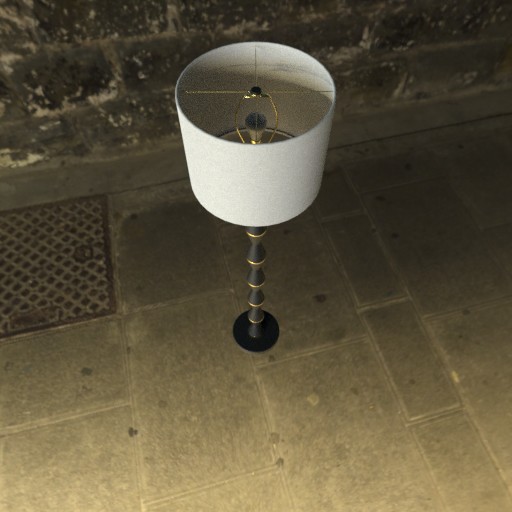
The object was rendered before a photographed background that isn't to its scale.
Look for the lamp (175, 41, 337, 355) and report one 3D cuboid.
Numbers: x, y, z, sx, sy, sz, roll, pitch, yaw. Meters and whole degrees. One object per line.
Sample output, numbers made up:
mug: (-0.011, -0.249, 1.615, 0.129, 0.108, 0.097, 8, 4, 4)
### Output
lamp: (0.000, 0.000, 1.671, 0.381, 1.480, 0.381, 0, 58, 0)
